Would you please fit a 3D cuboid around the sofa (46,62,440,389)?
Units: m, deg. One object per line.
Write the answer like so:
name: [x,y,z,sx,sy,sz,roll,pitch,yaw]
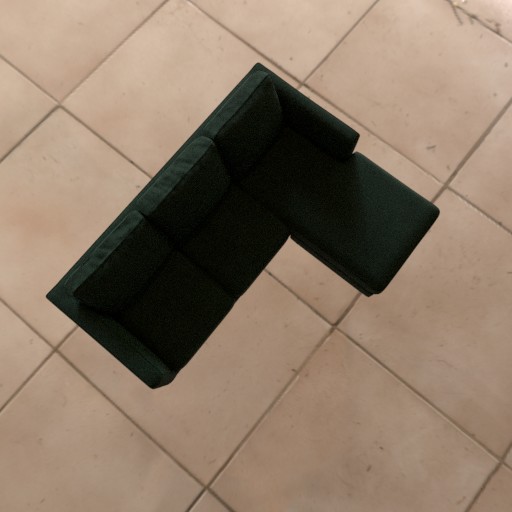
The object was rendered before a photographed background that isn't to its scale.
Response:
sofa: [0.000,0.000,2.905,1.580,0.899,2.030,38,80,8]
